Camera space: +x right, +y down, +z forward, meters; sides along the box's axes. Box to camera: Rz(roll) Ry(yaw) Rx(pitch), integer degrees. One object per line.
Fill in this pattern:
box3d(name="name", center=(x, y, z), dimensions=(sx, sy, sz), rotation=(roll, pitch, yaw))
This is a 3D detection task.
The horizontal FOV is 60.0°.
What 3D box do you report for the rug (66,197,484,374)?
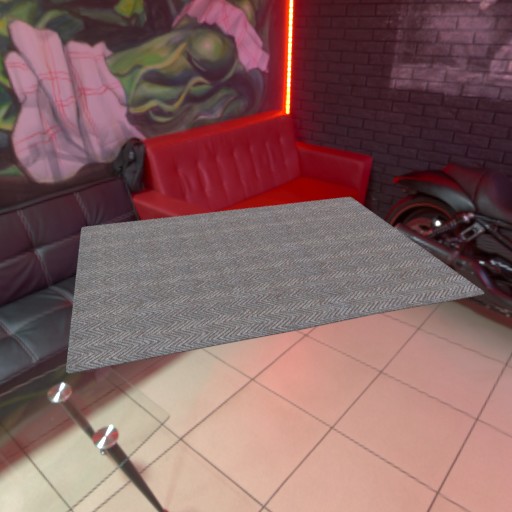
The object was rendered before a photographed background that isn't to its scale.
box3d(name="rug", center=(0.000, 0.000, 5.163), dimensions=(3.957, 0.011, 2.894), rotation=(-8, 29, -15))
